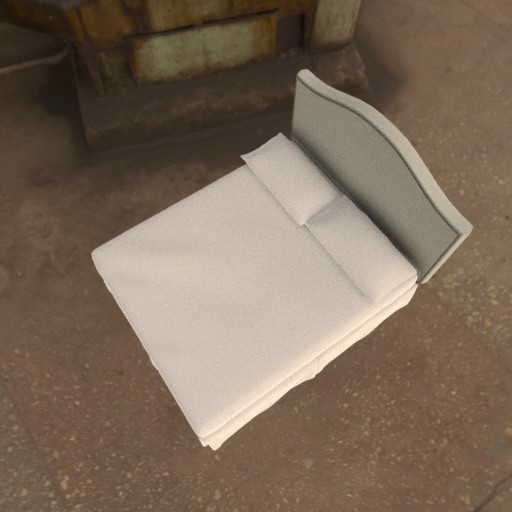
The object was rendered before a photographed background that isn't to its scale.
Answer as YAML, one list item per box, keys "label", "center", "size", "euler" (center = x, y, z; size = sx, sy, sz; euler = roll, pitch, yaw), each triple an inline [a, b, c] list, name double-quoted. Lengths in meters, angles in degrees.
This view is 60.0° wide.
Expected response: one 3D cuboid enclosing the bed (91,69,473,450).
- label: "bed"
  center: [0.000, 0.000, 3.374]
  size: [2.180, 1.607, 1.813]
  euler: [-32, 68, -15]
